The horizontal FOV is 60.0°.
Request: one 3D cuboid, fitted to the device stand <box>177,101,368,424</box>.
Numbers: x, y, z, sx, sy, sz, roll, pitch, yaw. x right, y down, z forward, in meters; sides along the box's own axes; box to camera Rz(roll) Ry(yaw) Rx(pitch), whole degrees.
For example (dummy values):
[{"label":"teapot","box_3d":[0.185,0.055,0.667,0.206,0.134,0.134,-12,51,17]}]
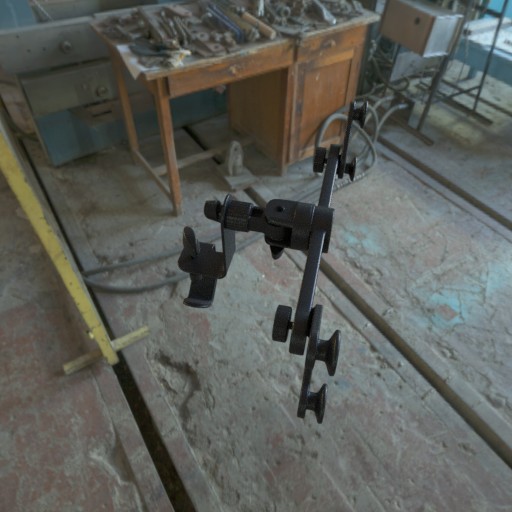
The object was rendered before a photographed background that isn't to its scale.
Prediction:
[{"label":"device stand","box_3d":[0.000,0.000,0.371,0.142,0.166,0.270,9,47,9]}]
